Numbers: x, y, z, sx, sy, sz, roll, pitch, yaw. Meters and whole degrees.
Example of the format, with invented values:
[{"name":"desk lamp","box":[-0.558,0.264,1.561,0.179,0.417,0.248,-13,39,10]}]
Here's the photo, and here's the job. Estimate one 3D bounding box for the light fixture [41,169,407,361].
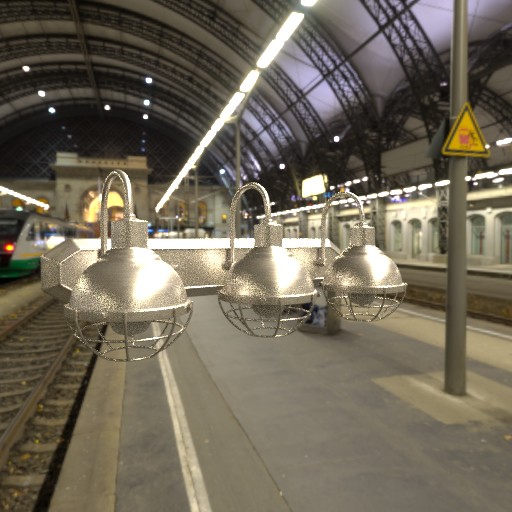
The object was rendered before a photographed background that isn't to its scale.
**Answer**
[{"name":"light fixture","box":[0.000,0.000,0.761,0.634,0.254,0.229,-1,2,-37]}]
